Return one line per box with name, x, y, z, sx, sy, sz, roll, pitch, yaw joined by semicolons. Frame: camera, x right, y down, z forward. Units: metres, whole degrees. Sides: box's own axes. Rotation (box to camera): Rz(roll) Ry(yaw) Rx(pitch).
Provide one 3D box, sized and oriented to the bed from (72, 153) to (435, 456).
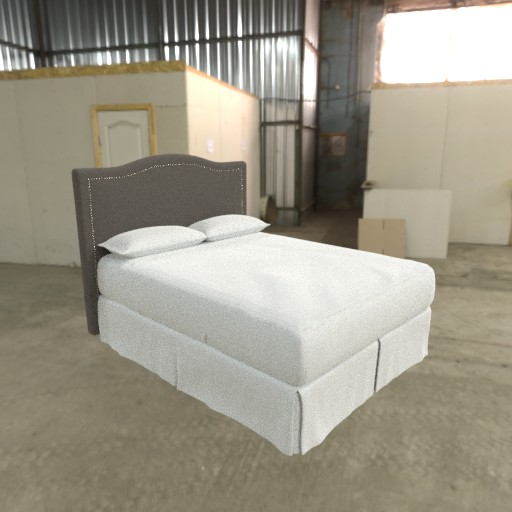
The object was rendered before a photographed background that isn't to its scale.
bed;0.000;0.000;3.162;2.036;1.387;1.666;13;20;42
